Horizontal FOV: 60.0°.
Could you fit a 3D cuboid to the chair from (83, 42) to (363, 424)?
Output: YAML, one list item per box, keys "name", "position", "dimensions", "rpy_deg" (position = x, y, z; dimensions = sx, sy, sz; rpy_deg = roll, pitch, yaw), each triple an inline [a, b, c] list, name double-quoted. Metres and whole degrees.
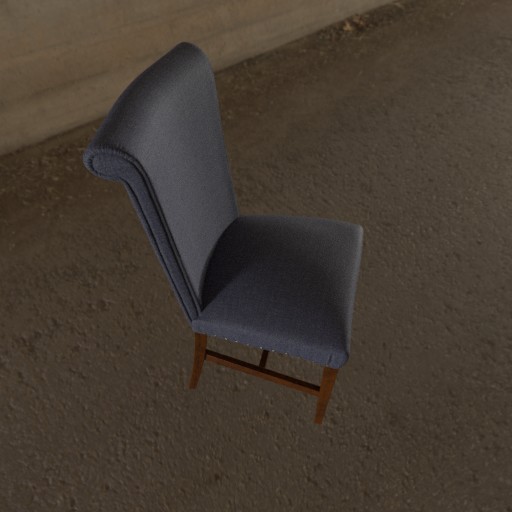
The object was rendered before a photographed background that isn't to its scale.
- name: "chair"
  position: [0.000, 0.000, 1.298]
  dimensions: [0.608, 0.988, 0.513]
  rpy_deg: [10, 48, 9]
